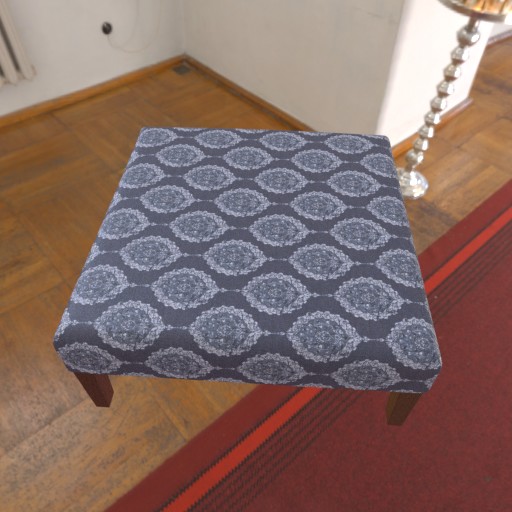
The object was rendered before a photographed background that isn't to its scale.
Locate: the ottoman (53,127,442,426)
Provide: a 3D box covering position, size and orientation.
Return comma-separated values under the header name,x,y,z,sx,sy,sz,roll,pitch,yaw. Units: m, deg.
name,x,y,z,sx,sy,sz,roll,pitch,yaw
ottoman,0.000,0.000,1.396,0.890,0.409,0.889,3,48,2
